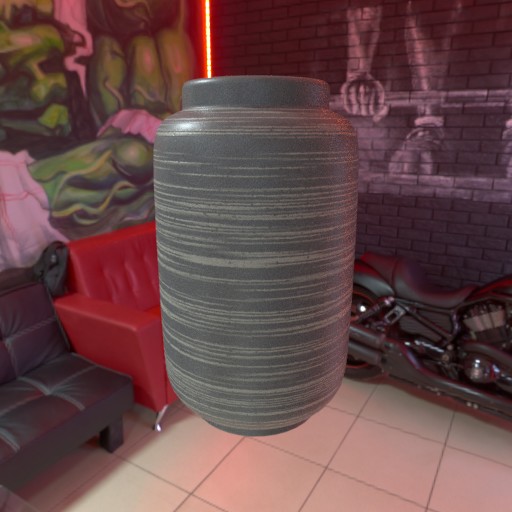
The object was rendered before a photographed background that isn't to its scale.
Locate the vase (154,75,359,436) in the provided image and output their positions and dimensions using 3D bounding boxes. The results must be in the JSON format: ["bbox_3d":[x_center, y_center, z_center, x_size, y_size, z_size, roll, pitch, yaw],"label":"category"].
[{"bbox_3d":[0.000,0.000,0.685,0.297,0.499,0.297,0,16,0],"label":"vase"}]
